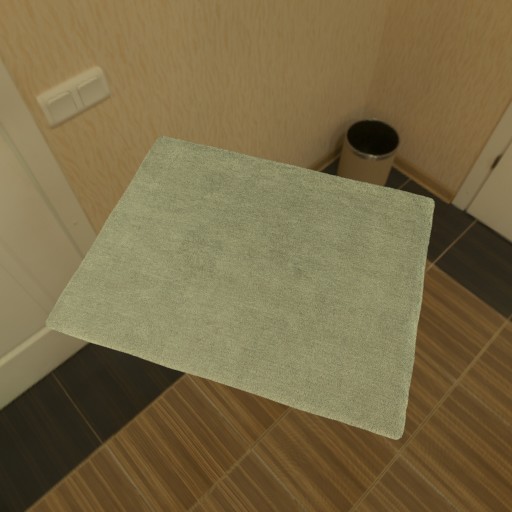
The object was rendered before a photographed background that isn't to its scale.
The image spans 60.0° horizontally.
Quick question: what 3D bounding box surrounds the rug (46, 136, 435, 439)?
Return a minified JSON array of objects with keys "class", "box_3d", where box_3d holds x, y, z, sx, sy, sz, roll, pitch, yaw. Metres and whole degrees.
[{"class":"rug","box_3d":[0.000,0.000,3.953,2.933,0.027,2.332,15,59,9]}]
